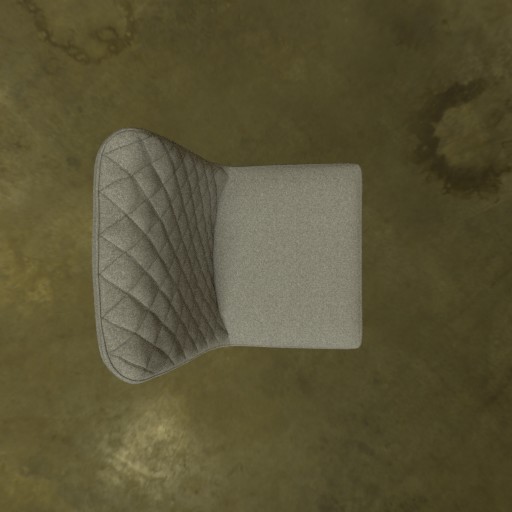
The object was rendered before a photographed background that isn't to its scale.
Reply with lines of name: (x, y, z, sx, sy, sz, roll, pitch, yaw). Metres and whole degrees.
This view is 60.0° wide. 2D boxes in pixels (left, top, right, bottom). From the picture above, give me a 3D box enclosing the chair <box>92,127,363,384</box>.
chair: (0.000, 0.000, 1.206, 0.587, 0.889, 0.508, 0, 90, -1)
